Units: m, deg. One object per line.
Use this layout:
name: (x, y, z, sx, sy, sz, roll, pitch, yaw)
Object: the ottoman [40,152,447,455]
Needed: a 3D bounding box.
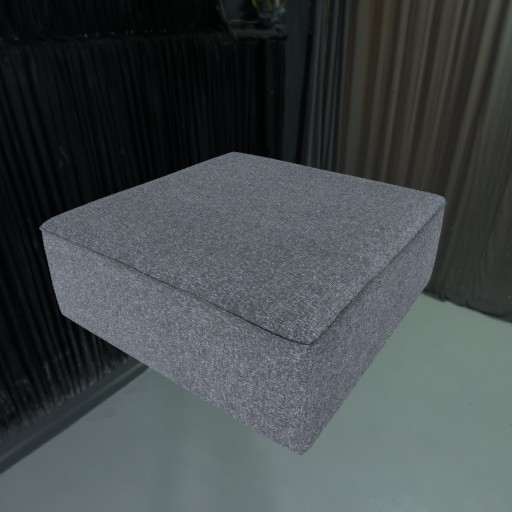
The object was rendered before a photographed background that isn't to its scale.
ottoman: (0.000, 0.000, 1.583, 1.017, 0.423, 1.021, 20, 35, 31)
